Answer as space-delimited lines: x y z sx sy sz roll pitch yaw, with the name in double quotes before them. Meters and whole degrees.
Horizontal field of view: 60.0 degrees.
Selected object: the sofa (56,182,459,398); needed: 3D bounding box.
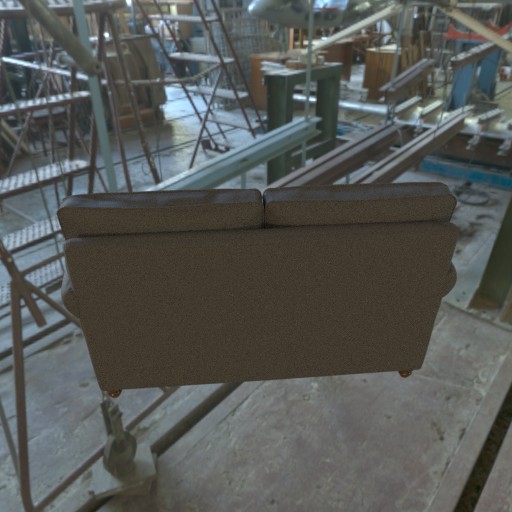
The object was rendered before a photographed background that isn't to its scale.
"sofa" 0.000 0.000 2.191 1.665 0.937 0.964 -3 31 -4
